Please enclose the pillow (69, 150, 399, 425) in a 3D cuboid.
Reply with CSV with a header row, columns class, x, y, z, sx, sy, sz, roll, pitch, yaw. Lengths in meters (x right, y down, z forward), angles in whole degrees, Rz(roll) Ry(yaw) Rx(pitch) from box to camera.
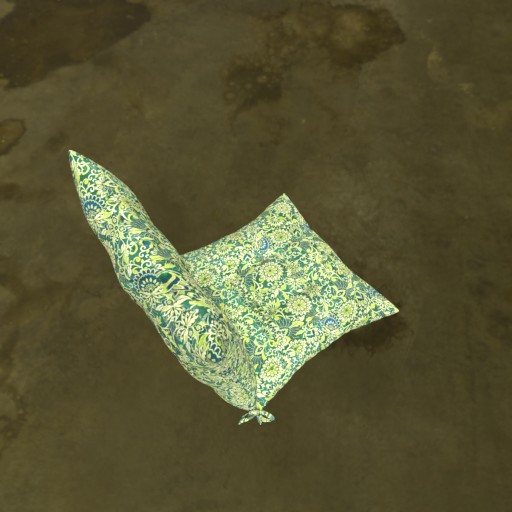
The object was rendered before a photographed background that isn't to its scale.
class,x,y,z,sx,sy,sz,roll,pitch,yaw
pillow,0.000,0.000,1.012,0.585,0.536,0.541,-31,62,-19
